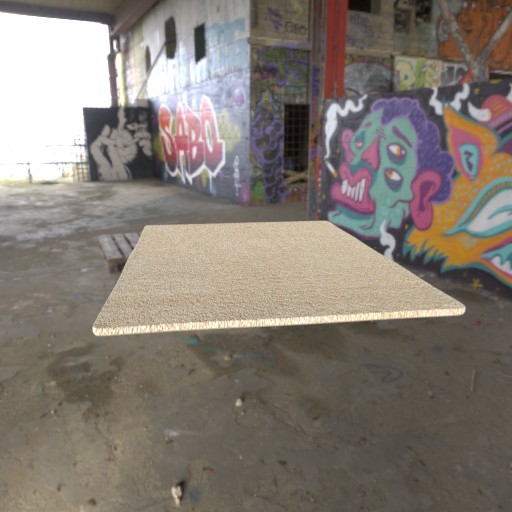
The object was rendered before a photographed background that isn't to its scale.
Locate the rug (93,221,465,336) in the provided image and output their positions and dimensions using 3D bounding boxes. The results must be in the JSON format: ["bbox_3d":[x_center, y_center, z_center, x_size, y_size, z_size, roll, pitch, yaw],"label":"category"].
[{"bbox_3d":[0.000,0.000,2.145,1.200,0.027,1.600,-2,15,-8],"label":"rug"}]
